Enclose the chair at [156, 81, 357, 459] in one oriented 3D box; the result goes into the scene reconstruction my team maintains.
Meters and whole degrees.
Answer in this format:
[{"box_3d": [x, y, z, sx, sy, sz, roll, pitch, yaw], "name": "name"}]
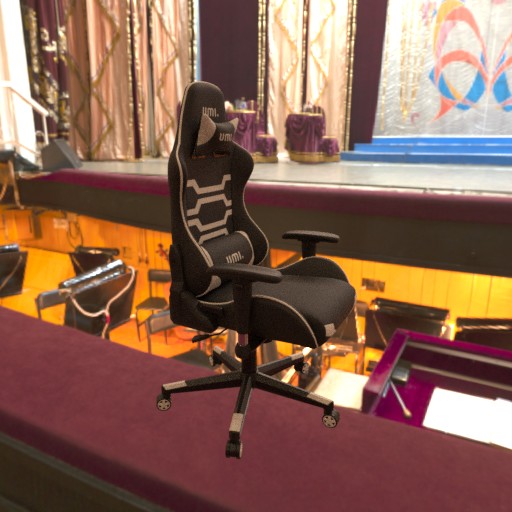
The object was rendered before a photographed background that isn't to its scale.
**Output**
[{"box_3d": [0.000, 0.000, 1.655, 0.700, 1.240, 0.700, 7, 16, 26], "name": "chair"}]
